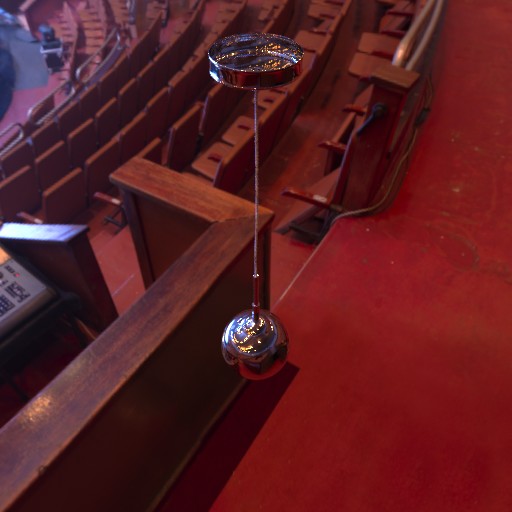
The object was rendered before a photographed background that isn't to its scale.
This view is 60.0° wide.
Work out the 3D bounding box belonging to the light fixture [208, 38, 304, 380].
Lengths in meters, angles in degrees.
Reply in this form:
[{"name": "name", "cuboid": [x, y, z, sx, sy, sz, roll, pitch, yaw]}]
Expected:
[{"name": "light fixture", "cuboid": [0.000, 0.000, 1.706, 0.336, 1.538, 0.336, 24, 51, 21]}]
